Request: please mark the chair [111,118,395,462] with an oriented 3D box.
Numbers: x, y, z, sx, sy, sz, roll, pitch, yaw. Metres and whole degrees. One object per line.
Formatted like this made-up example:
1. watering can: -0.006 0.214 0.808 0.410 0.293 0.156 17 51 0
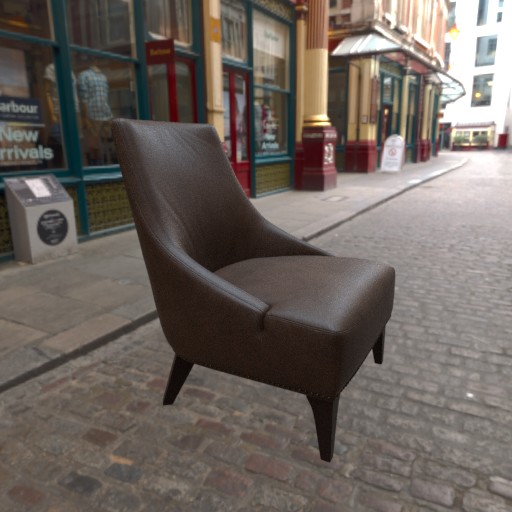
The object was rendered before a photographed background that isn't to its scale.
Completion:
1. chair: 0.000 0.000 1.531 0.861 0.909 0.701 7 16 27
